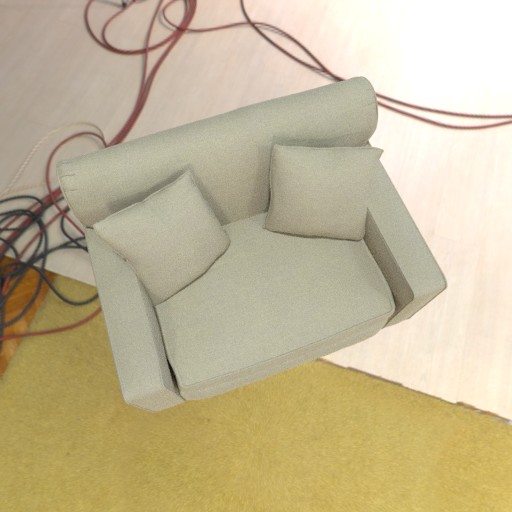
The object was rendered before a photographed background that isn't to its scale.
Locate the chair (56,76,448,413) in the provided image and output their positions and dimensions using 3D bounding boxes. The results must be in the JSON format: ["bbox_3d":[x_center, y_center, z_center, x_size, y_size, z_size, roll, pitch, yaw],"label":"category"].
[{"bbox_3d":[0.000,0.000,2.054,1.383,0.948,1.000,-18,68,-8],"label":"chair"}]
